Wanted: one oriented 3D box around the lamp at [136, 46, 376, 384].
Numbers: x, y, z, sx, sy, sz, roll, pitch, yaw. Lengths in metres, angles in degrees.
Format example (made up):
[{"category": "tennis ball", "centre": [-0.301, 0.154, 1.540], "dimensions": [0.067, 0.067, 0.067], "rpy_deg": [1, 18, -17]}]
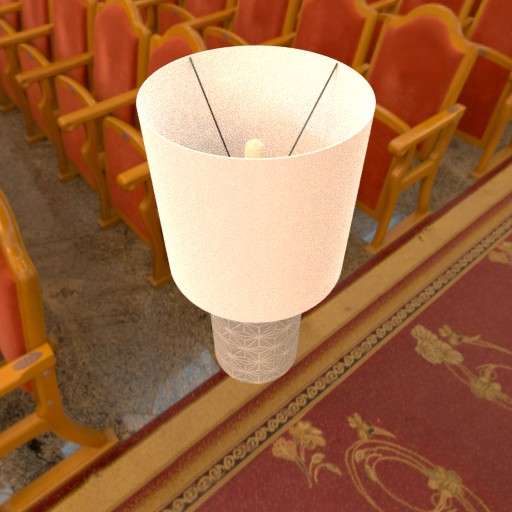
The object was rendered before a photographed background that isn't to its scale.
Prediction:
[{"category": "lamp", "centre": [0.000, 0.000, 0.539], "dimensions": [0.206, 0.416, 0.206], "rpy_deg": [-31, 54, -26]}]
